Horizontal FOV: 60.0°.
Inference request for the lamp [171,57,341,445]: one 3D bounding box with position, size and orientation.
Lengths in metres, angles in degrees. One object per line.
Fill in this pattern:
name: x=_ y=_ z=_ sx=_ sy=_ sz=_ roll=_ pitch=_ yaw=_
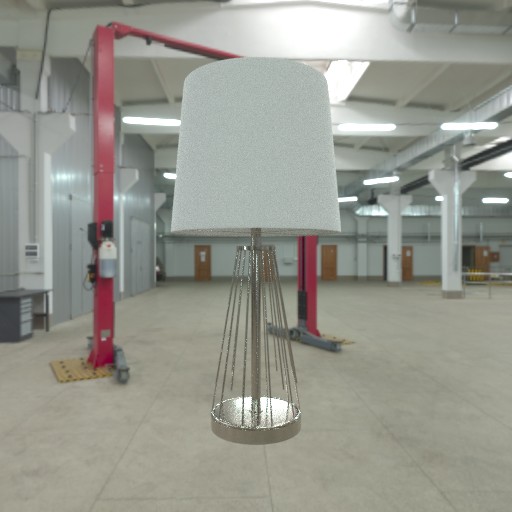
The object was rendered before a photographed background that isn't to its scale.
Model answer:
lamp: x=0.000 y=0.000 z=0.804 sx=0.303 sy=0.618 sz=0.303 roll=0 pitch=0 yaw=0
